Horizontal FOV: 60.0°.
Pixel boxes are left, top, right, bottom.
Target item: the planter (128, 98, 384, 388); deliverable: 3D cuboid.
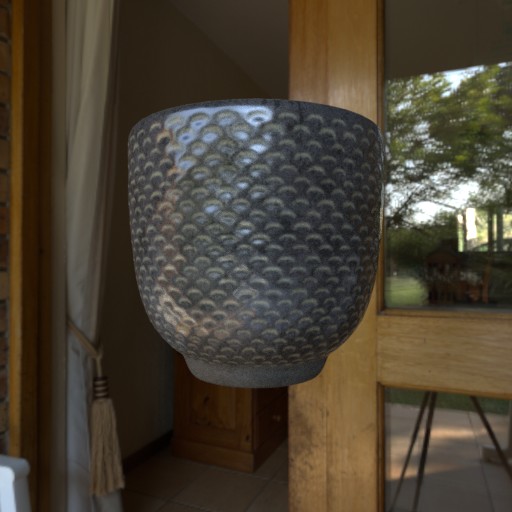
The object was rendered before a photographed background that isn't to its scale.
[{"bbox_3d":[0.000,0.000,0.309,0.172,0.160,0.172,0,-1,0],"label":"planter"}]
